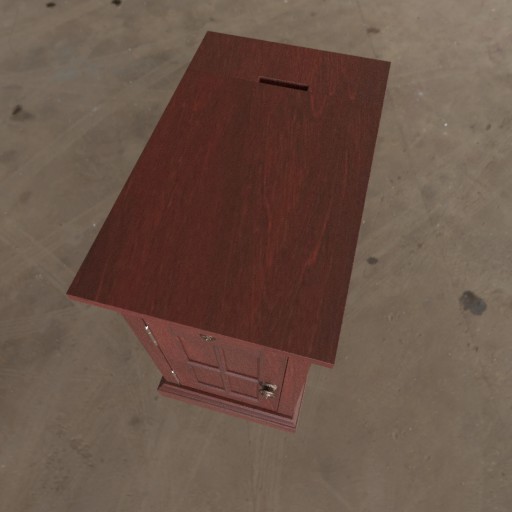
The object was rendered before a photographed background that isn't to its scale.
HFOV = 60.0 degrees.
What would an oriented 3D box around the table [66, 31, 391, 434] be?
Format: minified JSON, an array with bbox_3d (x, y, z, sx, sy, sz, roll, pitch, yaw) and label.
[{"bbox_3d":[0.000,0.000,0.961,0.356,0.612,0.584,13,61,8],"label":"table"}]
